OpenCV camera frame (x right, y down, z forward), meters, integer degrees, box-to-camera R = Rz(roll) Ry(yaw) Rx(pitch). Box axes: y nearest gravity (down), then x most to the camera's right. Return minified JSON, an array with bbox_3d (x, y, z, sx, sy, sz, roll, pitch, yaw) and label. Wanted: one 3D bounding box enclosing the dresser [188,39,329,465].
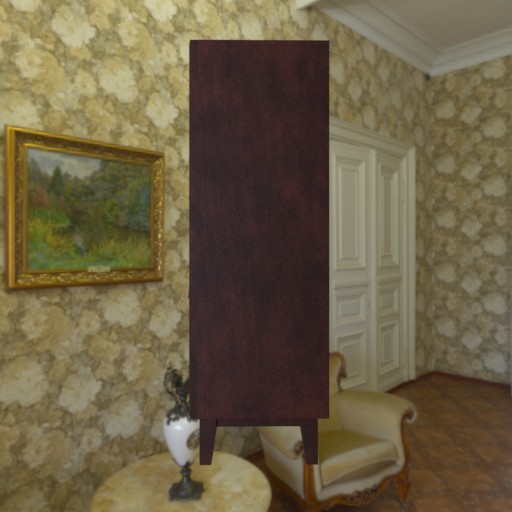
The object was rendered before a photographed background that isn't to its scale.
[{"bbox_3d":[0.000,0.000,2.089,0.506,1.514,1.072,0,0,-1],"label":"dresser"}]
